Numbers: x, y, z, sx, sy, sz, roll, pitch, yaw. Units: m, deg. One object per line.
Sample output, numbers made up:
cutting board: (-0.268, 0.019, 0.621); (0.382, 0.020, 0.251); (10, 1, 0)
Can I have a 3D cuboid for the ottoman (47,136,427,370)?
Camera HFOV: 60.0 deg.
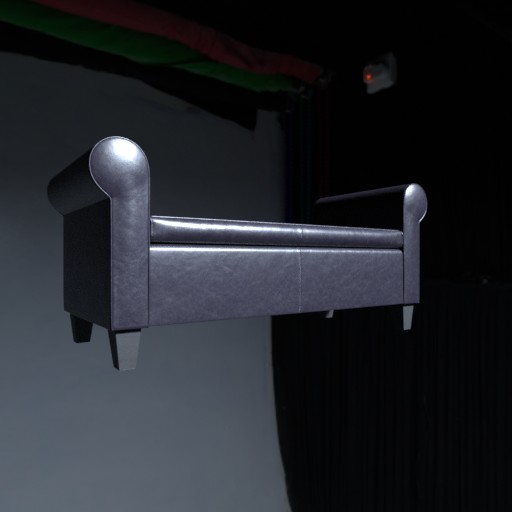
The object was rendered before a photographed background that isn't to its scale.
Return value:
ottoman: (0.000, 0.000, 1.547); (1.256, 0.547, 0.521); (0, -1, -35)
